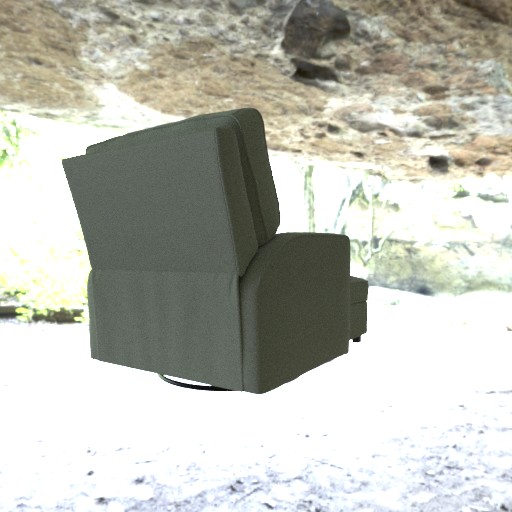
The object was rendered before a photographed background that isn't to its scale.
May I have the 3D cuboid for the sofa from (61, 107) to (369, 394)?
[{"bbox_3d":[0.000,0.000,2.026,0.861,0.959,1.472,0,0,34],"label":"sofa"}]
